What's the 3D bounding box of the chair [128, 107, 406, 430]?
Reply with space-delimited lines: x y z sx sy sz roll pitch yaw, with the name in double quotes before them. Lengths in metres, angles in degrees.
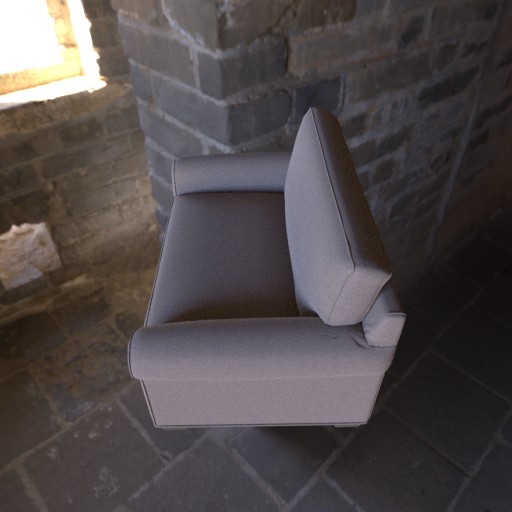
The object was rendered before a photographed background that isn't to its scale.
"chair" 0.000 0.000 2.054 0.930 0.930 1.390 -1 41 -1
